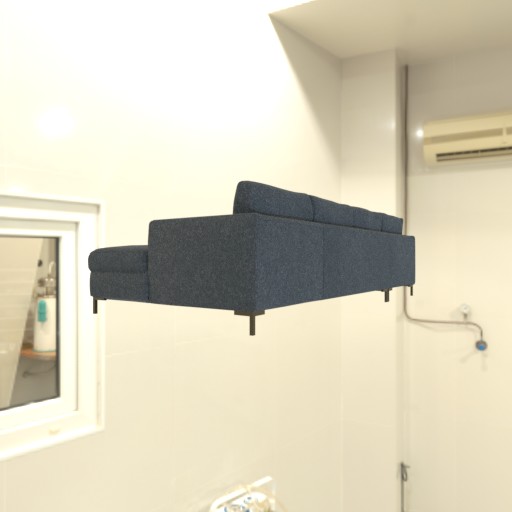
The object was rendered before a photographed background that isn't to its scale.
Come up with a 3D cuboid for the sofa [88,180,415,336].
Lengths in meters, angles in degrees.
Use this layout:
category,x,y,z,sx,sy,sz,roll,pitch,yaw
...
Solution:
category,x,y,z,sx,sy,sz,roll,pitch,yaw
sofa,0.000,0.000,3.957,2.007,0.813,2.956,0,0,35
